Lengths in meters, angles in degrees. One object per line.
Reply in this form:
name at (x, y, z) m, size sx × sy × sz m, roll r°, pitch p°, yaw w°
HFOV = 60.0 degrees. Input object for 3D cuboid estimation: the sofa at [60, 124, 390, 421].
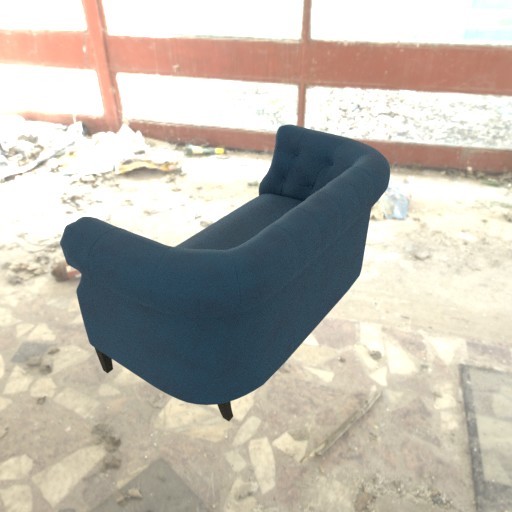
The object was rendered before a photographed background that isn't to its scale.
sofa at (0.000, 0.000, 2.109) m, size 0.835 × 0.827 × 1.558 m, roll 21°, pitch 39°, yaw 29°
